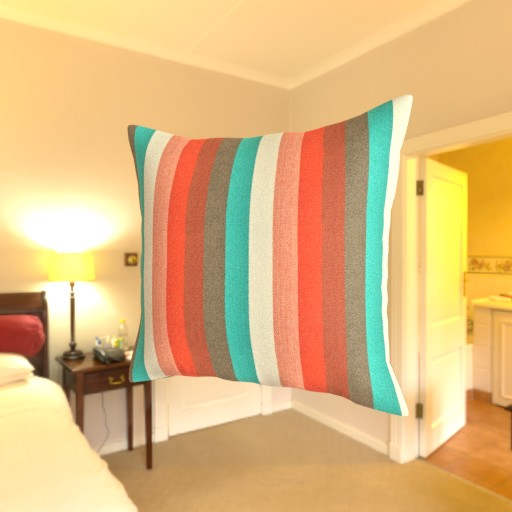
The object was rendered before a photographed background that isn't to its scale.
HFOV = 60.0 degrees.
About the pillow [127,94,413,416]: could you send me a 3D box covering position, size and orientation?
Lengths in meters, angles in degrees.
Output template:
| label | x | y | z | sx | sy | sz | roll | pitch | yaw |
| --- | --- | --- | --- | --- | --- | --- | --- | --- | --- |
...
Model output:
| label | x | y | z | sx | sy | sz | roll | pitch | yaw |
| --- | --- | --- | --- | --- | --- | --- | --- | --- | --- |
| pillow | 0.000 | 0.000 | 0.681 | 0.453 | 0.443 | 0.168 | 0 | 0 | 18 |
